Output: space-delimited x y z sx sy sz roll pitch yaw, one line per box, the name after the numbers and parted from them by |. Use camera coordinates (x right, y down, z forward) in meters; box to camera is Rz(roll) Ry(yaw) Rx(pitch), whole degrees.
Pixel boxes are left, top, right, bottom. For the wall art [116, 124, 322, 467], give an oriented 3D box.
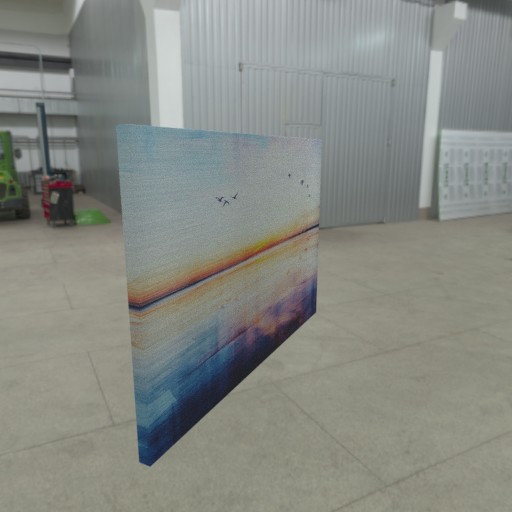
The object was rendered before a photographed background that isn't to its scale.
0.000 0.000 0.761 0.018 0.402 0.604 7 15 26 | wall art
